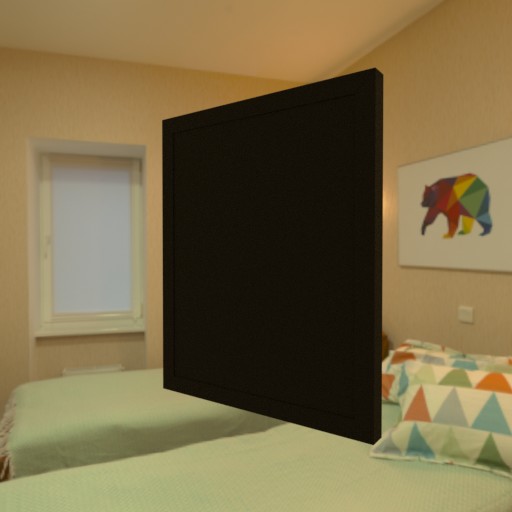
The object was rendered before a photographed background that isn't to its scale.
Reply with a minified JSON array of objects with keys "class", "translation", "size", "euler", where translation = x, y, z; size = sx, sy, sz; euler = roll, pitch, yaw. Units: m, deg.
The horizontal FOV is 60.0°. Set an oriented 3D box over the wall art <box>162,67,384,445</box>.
[{"class":"wall art","translation":[0.000,0.000,0.802],"size":[0.457,0.559,0.033],"euler":[1,1,36]}]
